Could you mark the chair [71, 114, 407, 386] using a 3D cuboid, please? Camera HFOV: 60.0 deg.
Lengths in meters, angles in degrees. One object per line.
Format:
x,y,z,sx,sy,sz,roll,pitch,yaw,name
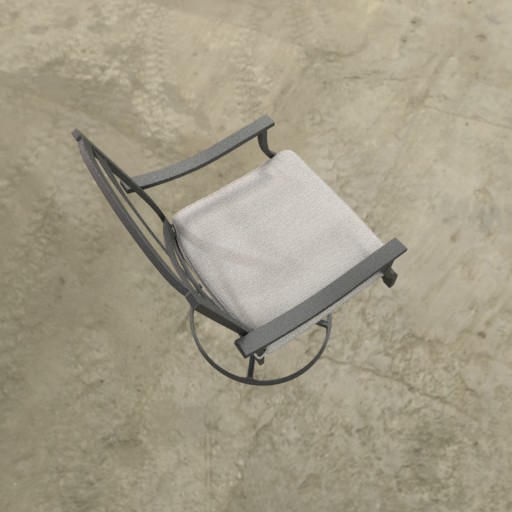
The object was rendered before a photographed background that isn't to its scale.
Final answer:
0.000,0.000,1.269,0.620,0.889,0.575,-31,63,-18,chair
